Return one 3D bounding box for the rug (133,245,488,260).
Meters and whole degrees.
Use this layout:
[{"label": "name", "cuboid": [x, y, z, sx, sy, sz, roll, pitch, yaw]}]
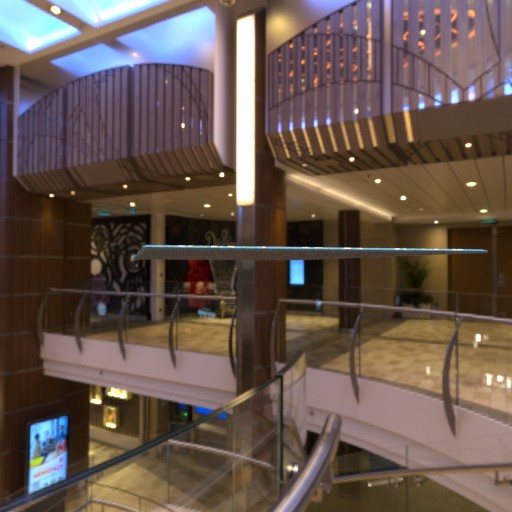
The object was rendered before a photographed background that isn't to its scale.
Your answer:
[{"label": "rug", "cuboid": [0.000, 0.000, 2.310, 1.211, 0.012, 1.833, 0, -1, -16]}]
